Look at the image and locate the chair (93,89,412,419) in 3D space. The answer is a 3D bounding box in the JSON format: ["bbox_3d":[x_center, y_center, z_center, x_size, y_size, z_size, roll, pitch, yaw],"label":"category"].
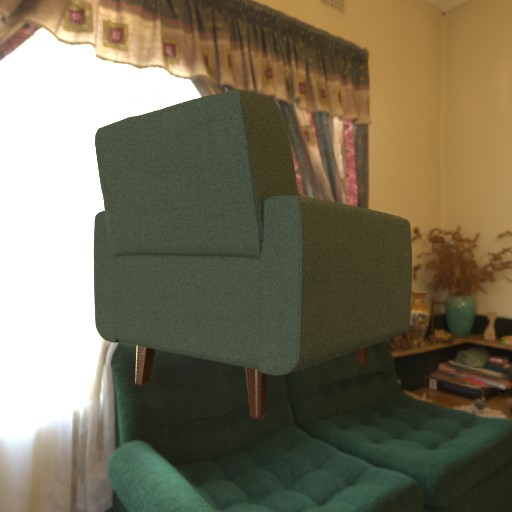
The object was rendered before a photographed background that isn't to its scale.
[{"bbox_3d":[0.000,0.000,1.563,0.831,0.841,0.909,1,1,37],"label":"chair"}]
